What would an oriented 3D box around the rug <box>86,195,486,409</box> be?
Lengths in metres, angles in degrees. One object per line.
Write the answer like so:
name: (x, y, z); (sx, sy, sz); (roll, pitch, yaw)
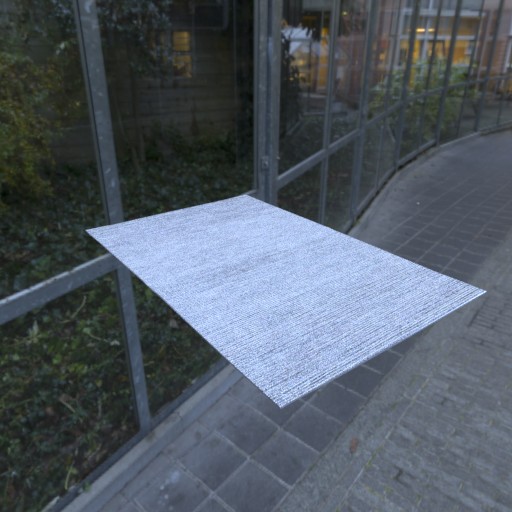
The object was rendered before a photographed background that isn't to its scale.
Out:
rug: (0.000, 0.000, 2.247); (1.159, 0.021, 1.789); (-17, 30, -33)
